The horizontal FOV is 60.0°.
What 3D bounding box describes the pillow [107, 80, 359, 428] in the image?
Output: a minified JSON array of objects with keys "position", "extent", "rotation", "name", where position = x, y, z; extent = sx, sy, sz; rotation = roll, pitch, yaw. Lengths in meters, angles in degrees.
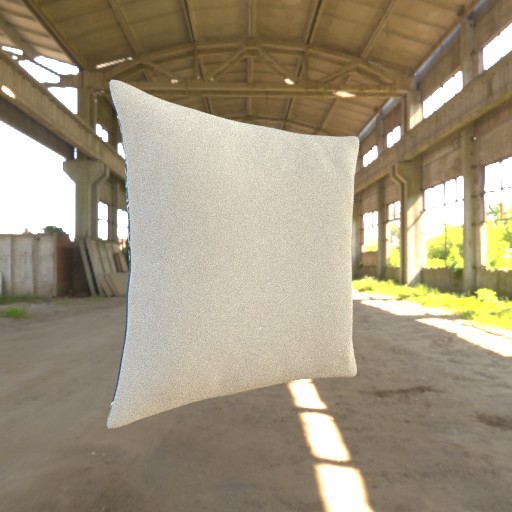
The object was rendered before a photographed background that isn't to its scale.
[{"position":[0.000,0.000,0.793],"extent":[0.525,0.508,0.166],"rotation":[0,-1,-35],"name":"pillow"}]
